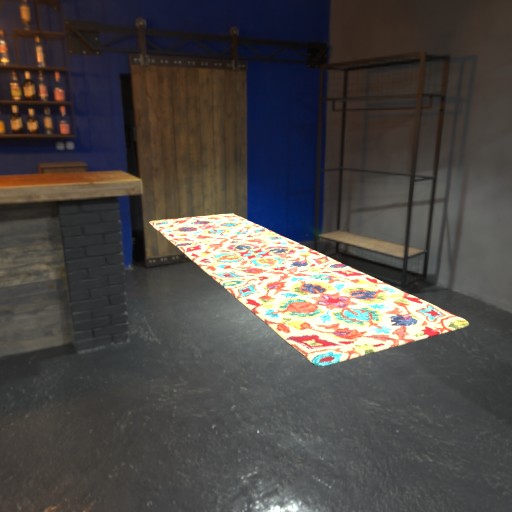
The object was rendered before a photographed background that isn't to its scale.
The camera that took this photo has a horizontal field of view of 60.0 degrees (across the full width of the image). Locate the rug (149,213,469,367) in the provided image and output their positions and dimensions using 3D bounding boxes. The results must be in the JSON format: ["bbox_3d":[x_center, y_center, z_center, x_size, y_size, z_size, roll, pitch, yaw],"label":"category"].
[{"bbox_3d":[0.000,0.000,2.482,0.693,0.016,2.273,-8,19,-25],"label":"rug"}]
